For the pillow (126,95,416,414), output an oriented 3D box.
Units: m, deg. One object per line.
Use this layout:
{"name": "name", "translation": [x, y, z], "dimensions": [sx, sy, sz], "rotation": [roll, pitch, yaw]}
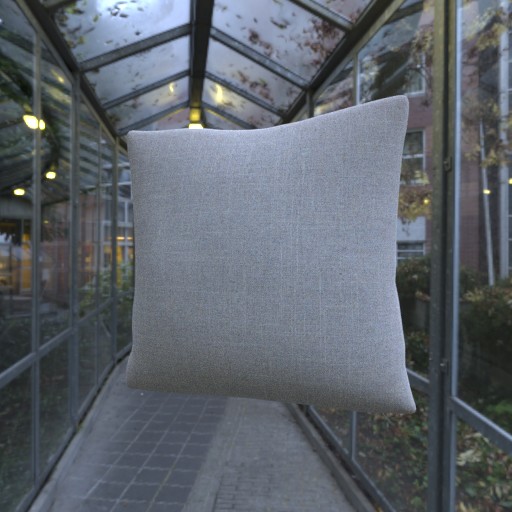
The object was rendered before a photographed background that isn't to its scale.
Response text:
{"name": "pillow", "translation": [0.000, 0.000, 0.851], "dimensions": [0.578, 0.558, 0.192], "rotation": [0, 0, 18]}
